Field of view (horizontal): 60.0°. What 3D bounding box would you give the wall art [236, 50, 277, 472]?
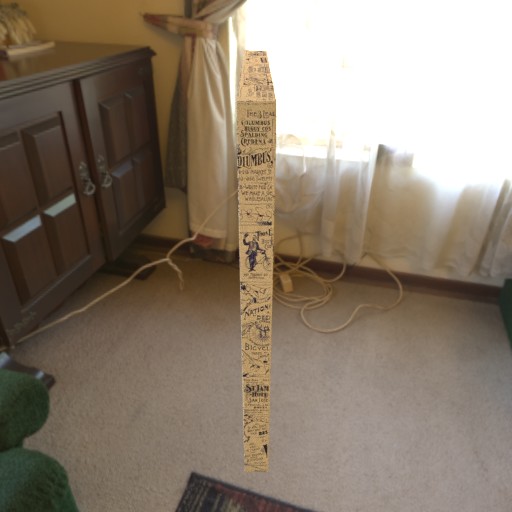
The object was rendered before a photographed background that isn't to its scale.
[{"bbox_3d":[0.000,0.000,0.762,0.040,0.601,0.408,0,31,0],"label":"wall art"}]
